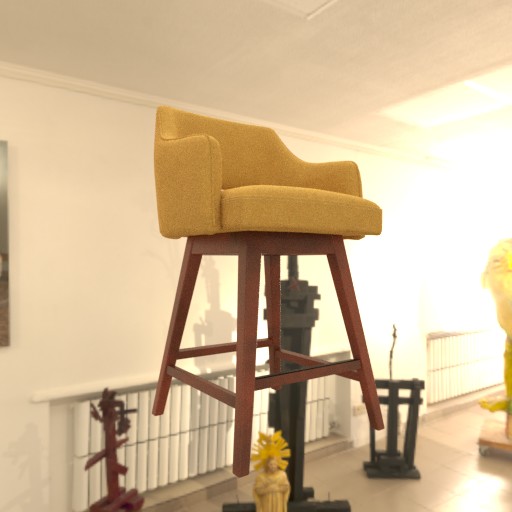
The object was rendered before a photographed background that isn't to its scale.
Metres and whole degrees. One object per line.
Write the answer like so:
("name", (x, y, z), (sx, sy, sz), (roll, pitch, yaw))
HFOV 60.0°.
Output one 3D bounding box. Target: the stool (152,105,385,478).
("stool", (0.000, 0.000, 1.270), (0.548, 0.924, 0.558), (0, -1, -35))
